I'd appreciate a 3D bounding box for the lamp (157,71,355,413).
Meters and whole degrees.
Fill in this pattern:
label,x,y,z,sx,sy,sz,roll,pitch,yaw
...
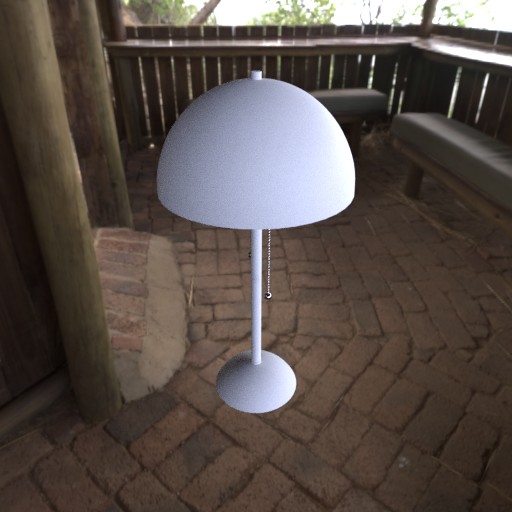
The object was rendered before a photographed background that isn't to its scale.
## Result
label,x,y,z,sx,sy,sz,roll,pitch,yaw
lamp,0.000,0.000,0.427,0.171,0.330,0.171,0,30,0
